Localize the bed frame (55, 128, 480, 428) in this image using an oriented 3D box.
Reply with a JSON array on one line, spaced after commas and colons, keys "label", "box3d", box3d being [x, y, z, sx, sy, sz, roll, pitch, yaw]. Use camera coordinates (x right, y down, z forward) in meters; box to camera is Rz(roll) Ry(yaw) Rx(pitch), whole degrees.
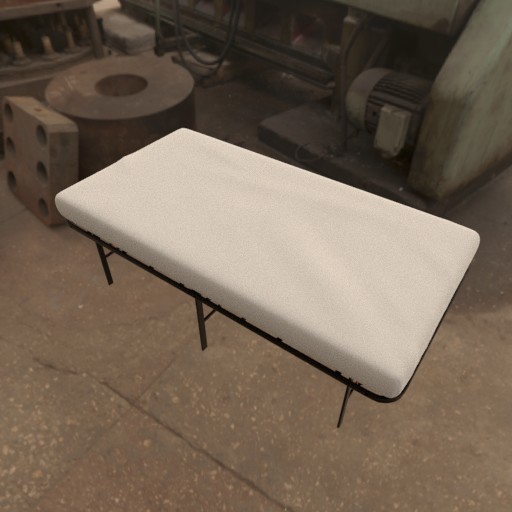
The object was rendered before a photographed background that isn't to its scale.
[{"label": "bed frame", "box3d": [0.000, 0.000, 2.339, 1.903, 0.619, 0.989, 26, 48, 26]}]
